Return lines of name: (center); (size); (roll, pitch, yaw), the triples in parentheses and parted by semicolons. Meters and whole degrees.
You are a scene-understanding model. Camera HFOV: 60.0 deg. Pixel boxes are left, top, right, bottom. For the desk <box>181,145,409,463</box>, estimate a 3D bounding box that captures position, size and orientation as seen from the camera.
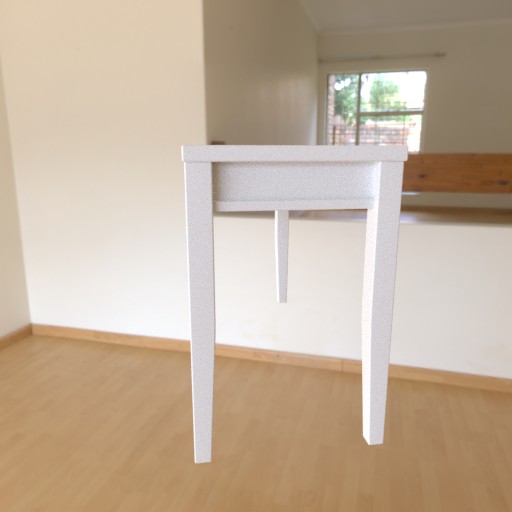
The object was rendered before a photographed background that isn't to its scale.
desk: (0.000, 0.000, 1.637); (0.508, 0.775, 1.220); (-2, 13, -9)
